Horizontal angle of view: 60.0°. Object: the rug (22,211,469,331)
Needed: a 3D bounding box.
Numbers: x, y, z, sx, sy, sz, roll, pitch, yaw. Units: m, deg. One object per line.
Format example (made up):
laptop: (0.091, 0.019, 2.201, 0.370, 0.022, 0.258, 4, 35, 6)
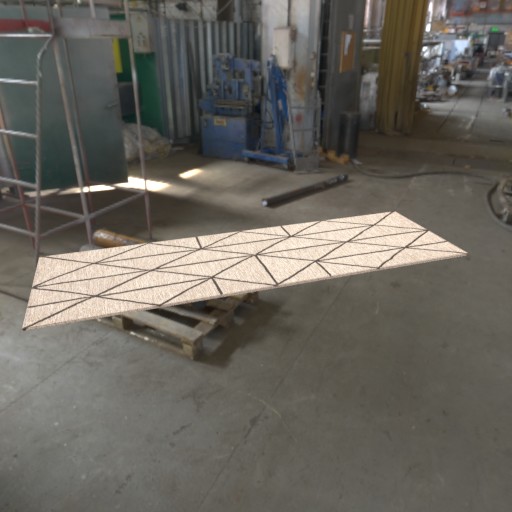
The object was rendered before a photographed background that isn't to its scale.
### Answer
rug: (0.000, 0.000, 2.633, 2.438, 0.012, 0.762, -8, 27, -16)
